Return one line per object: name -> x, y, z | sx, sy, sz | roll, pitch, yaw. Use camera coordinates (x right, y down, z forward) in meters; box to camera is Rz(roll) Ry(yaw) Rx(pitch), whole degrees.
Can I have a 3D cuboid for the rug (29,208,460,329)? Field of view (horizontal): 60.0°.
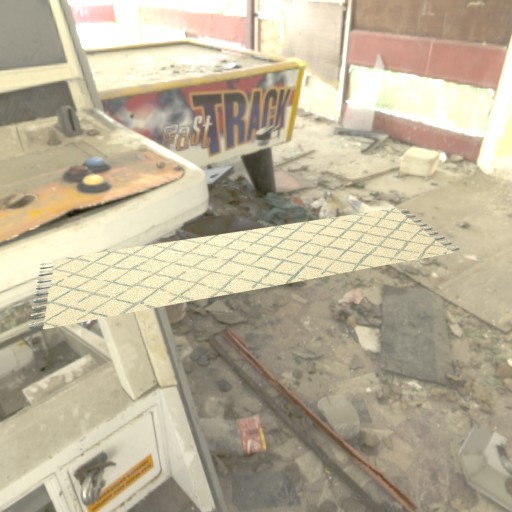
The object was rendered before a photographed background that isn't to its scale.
rug -> 0.000, 0.000, 2.566 | 2.372, 0.008, 0.620 | -9, 33, -15
